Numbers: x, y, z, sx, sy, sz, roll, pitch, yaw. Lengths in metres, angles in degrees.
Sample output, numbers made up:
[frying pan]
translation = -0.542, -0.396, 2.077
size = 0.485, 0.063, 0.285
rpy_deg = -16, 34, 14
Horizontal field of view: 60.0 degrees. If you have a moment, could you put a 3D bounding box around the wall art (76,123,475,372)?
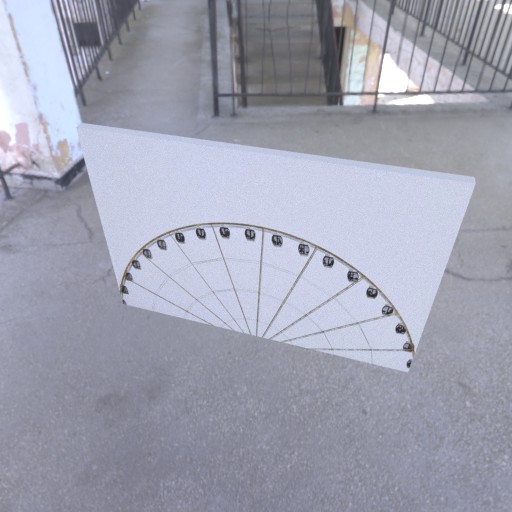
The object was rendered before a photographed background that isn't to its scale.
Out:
[wall art]
translation = 0.000, 0.000, 1.479
size = 1.144, 0.767, 0.038
rpy_deg = 11, 41, 13
